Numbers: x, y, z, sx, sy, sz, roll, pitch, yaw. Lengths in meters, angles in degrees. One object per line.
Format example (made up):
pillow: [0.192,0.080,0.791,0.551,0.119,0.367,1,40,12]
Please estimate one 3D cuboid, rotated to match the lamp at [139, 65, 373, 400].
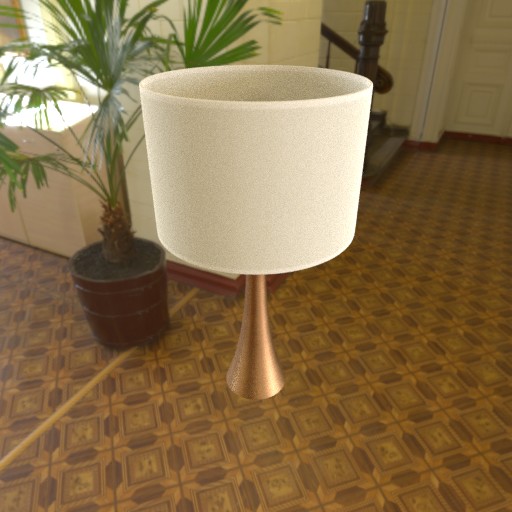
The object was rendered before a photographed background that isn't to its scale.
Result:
lamp: [0.000,0.000,0.640,0.268,0.479,0.268,-9,31,-16]
